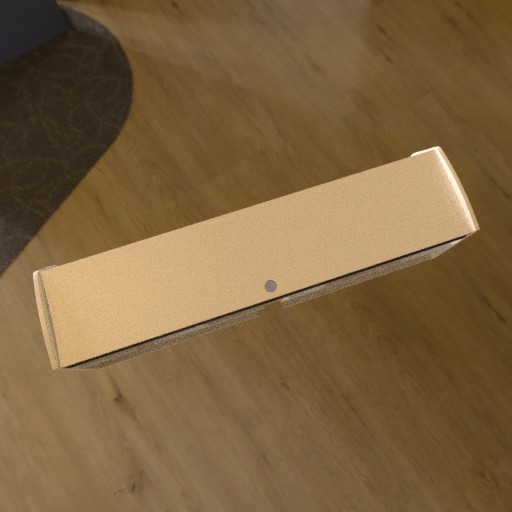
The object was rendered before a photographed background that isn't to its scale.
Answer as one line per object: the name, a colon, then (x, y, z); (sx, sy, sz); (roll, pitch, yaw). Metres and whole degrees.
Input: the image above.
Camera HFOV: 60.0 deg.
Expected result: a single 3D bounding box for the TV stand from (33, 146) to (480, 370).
TV stand: (0.000, 0.000, 1.683); (1.473, 0.424, 0.397); (-18, 76, -4)
